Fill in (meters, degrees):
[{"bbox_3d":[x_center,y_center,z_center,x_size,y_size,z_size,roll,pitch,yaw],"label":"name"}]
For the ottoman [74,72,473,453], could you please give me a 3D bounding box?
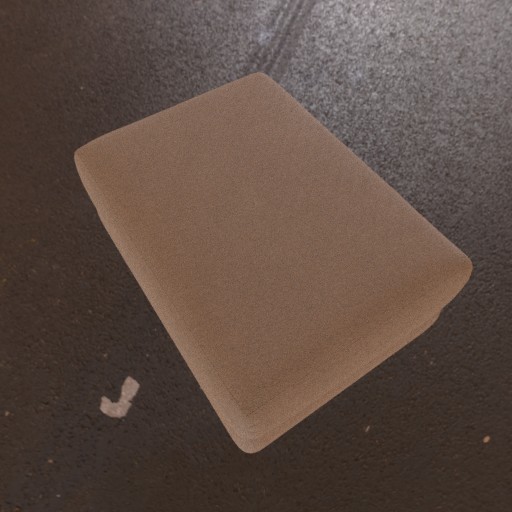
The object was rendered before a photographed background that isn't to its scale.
[{"bbox_3d":[0.000,0.000,1.122,0.569,0.504,0.773,-29,62,-17],"label":"ottoman"}]
